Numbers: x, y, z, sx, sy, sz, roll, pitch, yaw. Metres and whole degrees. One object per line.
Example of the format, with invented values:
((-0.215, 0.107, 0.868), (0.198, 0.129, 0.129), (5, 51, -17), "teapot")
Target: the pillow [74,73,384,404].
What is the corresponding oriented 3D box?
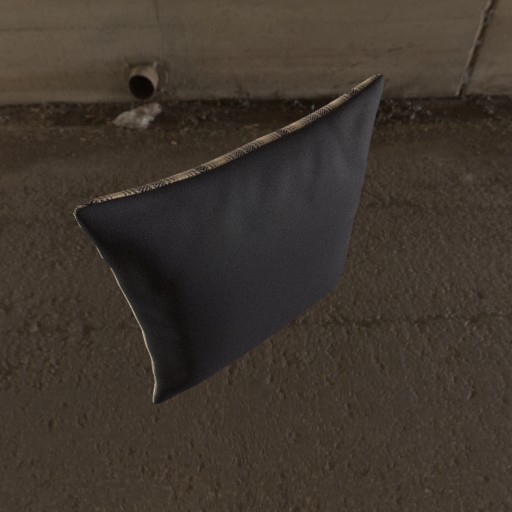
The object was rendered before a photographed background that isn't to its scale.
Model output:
((0.000, 0.000, 0.780), (0.520, 0.508, 0.166), (-31, 54, -26), "pillow")
